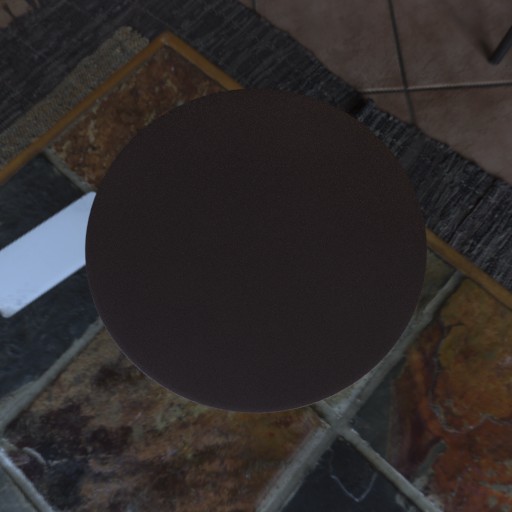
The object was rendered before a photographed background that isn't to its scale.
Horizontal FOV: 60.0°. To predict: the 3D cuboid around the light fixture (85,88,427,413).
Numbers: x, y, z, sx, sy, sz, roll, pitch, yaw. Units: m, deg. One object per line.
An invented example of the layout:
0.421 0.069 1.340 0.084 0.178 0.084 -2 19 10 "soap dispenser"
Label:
0.000 0.000 0.429 0.280 0.135 0.280 0 74 0 "light fixture"
